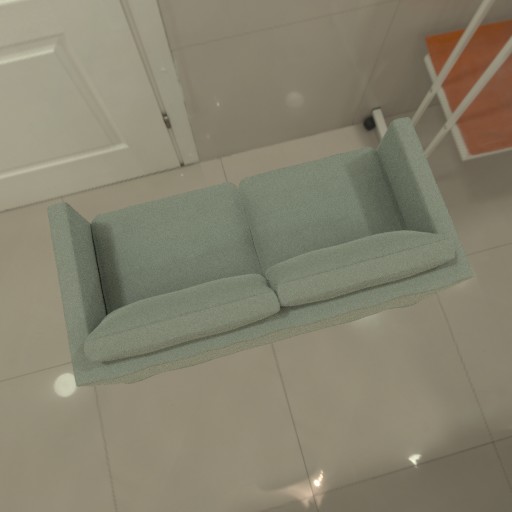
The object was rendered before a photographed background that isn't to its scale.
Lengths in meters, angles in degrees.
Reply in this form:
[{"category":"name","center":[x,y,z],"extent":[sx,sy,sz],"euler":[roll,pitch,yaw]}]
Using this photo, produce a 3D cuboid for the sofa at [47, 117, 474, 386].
[{"category":"sofa","center":[0.000,0.000,2.479],"extent":[1.987,0.870,0.940],"euler":[-15,76,-4]}]
